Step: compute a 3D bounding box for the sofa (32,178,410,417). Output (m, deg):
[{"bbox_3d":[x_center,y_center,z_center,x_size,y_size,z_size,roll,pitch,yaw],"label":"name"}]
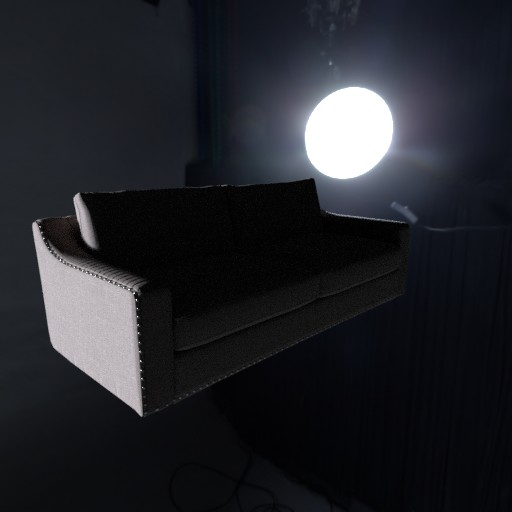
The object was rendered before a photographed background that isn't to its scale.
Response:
[{"bbox_3d":[0.000,0.000,2.714,1.000,0.857,2.208,13,18,43],"label":"sofa"}]
